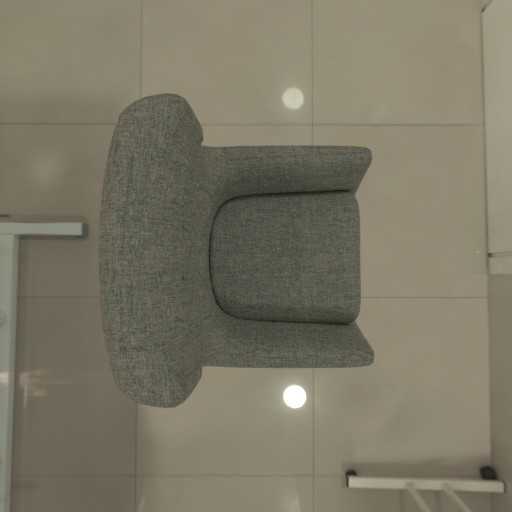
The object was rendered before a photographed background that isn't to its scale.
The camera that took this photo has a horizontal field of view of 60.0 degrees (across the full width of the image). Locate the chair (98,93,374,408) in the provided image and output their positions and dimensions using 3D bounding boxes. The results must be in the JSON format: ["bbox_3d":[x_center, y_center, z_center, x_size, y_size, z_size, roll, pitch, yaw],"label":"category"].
[{"bbox_3d":[0.000,0.000,1.719,0.904,1.063,0.878,0,88,0],"label":"chair"}]
